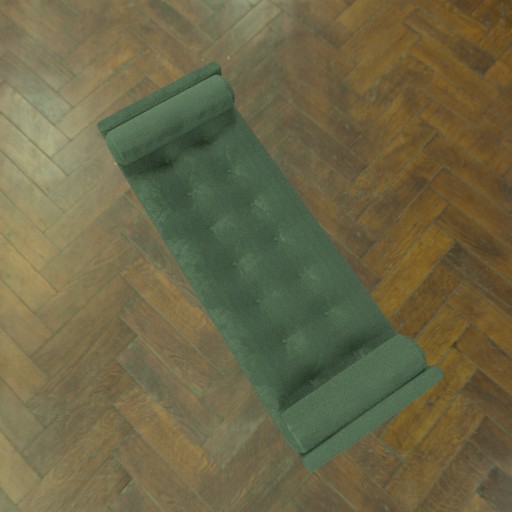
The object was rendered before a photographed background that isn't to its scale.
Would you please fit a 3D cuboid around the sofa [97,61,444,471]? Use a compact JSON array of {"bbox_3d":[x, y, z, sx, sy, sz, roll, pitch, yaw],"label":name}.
[{"bbox_3d":[0.000,0.000,2.526,0.796,0.705,2.102,-32,77,-8],"label":"sofa"}]
